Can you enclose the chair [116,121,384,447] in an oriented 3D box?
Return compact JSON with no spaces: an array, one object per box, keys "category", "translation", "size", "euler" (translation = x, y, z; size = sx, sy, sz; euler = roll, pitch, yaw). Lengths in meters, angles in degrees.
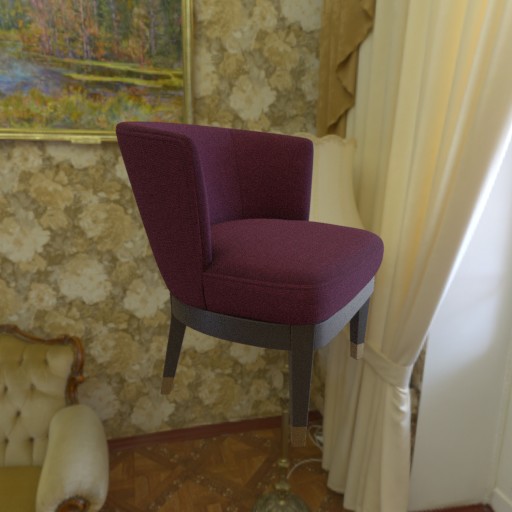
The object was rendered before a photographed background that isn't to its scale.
[{"category":"chair","translation":[0.000,0.000,1.294],"size":[0.660,0.760,0.700],"euler":[7,16,27]}]
